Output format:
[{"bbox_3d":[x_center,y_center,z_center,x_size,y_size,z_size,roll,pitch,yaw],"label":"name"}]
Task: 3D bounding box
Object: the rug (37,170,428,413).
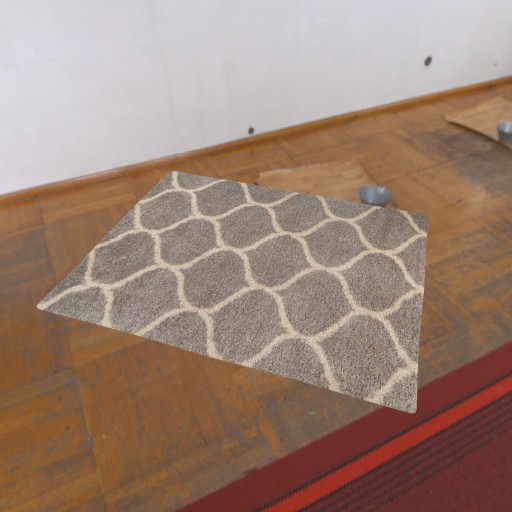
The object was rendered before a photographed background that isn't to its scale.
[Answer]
[{"bbox_3d":[0.000,0.000,4.125,3.000,0.026,2.399,12,41,14],"label":"rug"}]
